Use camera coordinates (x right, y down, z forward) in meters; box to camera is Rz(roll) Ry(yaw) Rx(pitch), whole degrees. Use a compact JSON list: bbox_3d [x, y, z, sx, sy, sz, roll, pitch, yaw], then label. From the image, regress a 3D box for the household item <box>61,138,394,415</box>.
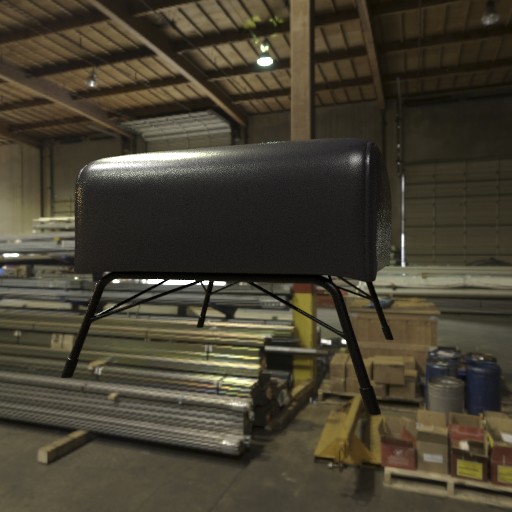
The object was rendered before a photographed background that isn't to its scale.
[{"bbox_3d":[0.000,0.000,0.916,0.530,0.410,0.530,0,1,19],"label":"household item"}]
